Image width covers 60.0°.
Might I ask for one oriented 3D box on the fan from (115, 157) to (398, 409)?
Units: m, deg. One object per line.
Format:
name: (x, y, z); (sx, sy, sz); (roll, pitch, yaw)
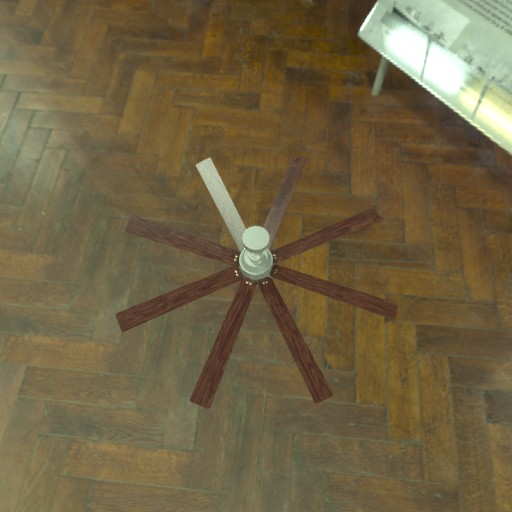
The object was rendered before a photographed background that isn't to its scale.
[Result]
fan: (0.000, 0.000, 2.721); (1.830, 0.472, 1.830); (18, 65, 9)
